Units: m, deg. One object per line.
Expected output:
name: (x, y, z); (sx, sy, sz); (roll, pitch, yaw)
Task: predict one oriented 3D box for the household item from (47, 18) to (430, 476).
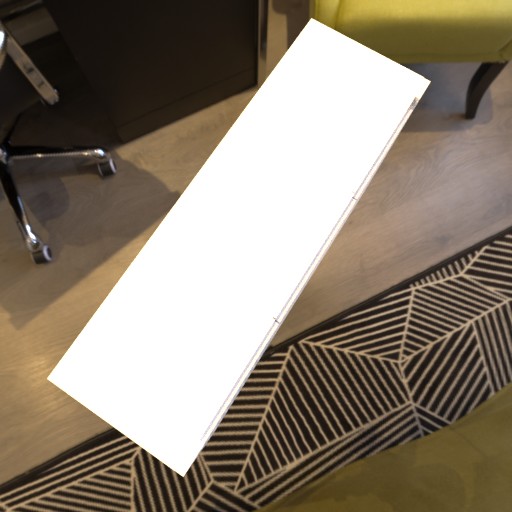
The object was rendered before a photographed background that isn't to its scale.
household item: (0.000, 0.000, 1.649); (0.420, 0.867, 1.300); (32, 78, 8)
